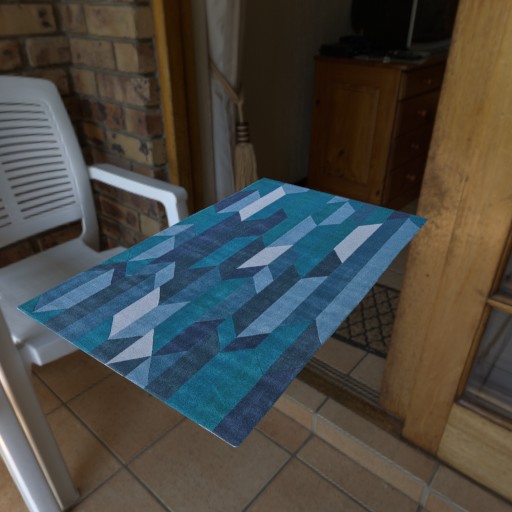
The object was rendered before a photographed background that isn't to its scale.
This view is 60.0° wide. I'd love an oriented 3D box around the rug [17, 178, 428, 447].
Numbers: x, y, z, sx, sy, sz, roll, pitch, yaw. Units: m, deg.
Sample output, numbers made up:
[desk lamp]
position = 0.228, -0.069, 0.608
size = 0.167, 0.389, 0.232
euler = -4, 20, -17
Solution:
[rug]
position = 0.000, 0.000, 2.907
size = 1.528, 0.005, 2.420
euler = 20, 36, 30
